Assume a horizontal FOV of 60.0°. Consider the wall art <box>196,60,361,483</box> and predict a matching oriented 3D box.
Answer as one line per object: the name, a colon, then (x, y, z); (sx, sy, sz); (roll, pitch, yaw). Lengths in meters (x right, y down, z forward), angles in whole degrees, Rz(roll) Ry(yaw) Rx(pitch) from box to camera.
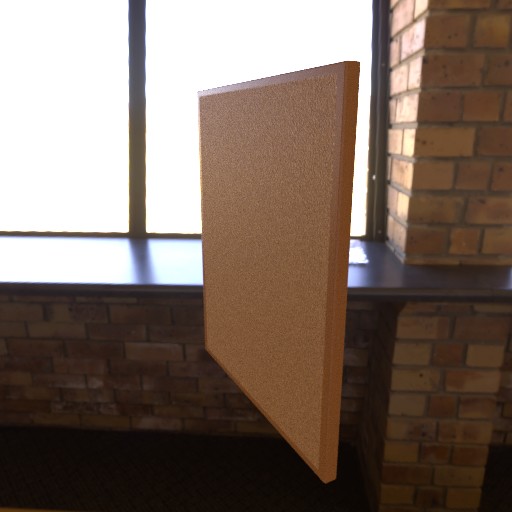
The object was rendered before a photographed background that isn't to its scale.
wall art: (0.000, 0.000, 0.511); (0.015, 0.379, 0.310); (-8, 18, -27)
